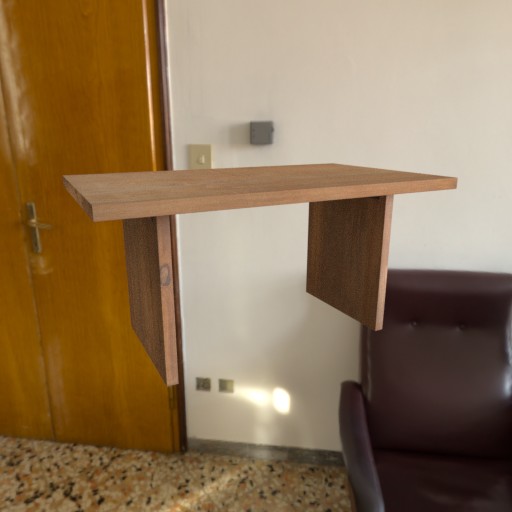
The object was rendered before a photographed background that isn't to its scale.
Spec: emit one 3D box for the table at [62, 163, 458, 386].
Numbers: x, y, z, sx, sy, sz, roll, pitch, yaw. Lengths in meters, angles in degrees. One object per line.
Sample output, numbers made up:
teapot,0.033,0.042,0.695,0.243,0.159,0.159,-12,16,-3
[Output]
table,0.000,0.000,2.198,1.609,0.780,0.946,-8,18,-26
